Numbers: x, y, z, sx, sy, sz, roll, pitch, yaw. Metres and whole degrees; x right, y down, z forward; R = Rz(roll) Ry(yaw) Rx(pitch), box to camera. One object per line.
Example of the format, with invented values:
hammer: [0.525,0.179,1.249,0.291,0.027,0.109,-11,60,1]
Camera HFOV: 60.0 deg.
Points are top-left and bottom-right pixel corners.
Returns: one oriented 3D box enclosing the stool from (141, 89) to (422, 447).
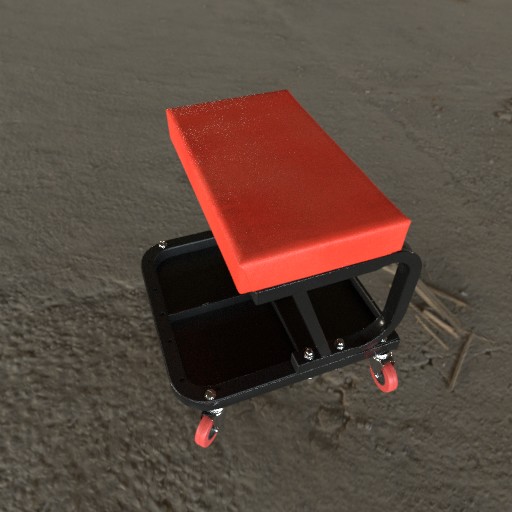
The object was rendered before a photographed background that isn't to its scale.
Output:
stool: [0.000,0.000,0.734,0.371,0.380,0.446,-15,47,-14]
